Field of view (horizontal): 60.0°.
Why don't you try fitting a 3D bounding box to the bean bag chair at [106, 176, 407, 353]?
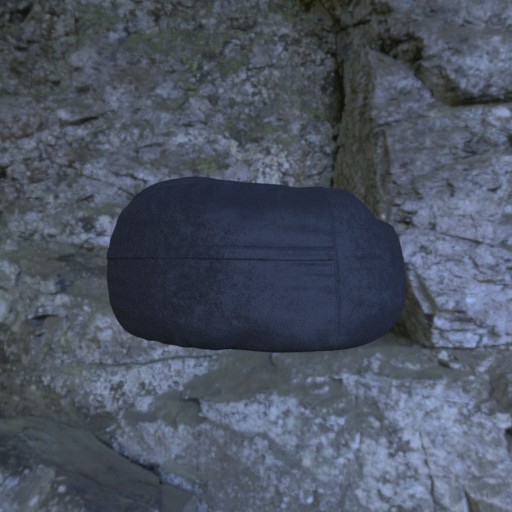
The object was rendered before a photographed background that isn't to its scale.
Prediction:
[{"bbox_3d":[0.000,0.000,2.370,1.525,0.751,1.525,0,1,0],"label":"bean bag chair"}]
